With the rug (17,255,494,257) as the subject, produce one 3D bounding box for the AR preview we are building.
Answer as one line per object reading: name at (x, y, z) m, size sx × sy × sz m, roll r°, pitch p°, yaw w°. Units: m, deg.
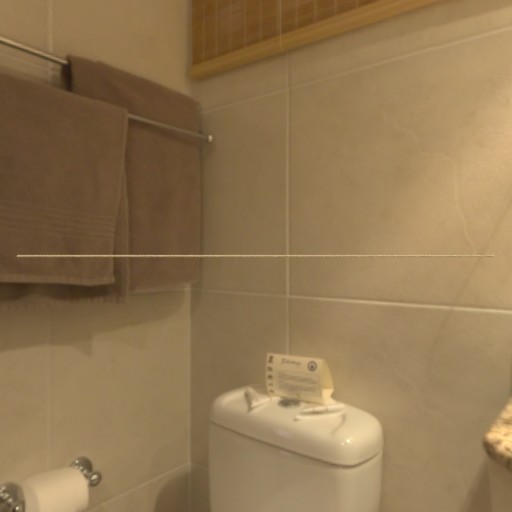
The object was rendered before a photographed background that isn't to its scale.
rug at (0.000, 0.000, 1.076) m, size 0.868 × 0.004 × 0.556 m, roll 0°, pitch 0°, yaw 1°
